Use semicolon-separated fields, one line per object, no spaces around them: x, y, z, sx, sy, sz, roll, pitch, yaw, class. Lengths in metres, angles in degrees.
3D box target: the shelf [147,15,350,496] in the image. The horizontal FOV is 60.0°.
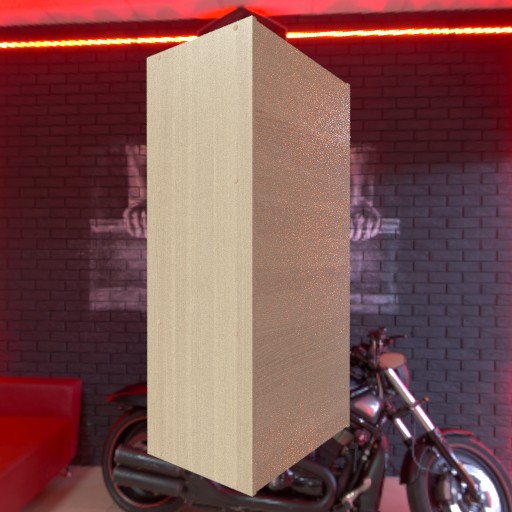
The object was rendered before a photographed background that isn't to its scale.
0.000;0.000;1.061;0.292;0.876;0.417;0;0;37;shelf
